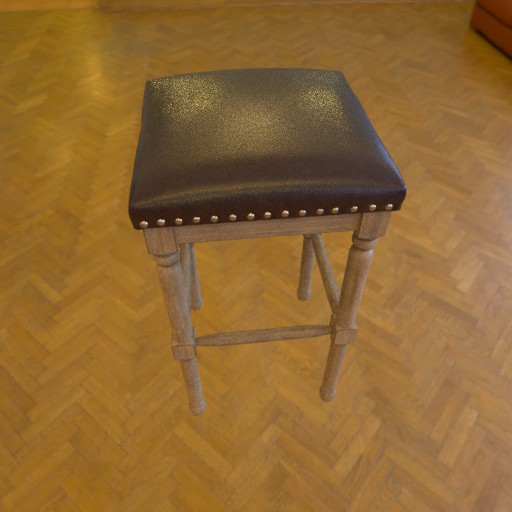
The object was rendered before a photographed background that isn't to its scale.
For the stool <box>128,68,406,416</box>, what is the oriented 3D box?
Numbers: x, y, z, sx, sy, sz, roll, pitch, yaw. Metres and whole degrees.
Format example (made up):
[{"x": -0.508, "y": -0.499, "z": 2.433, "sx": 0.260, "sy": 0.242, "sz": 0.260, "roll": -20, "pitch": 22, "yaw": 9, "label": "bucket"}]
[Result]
[{"x": 0.000, "y": 0.000, "z": 0.936, "sx": 0.383, "sy": 0.702, "sz": 0.382, "roll": -4, "pitch": 46, "yaw": -4, "label": "stool"}]
